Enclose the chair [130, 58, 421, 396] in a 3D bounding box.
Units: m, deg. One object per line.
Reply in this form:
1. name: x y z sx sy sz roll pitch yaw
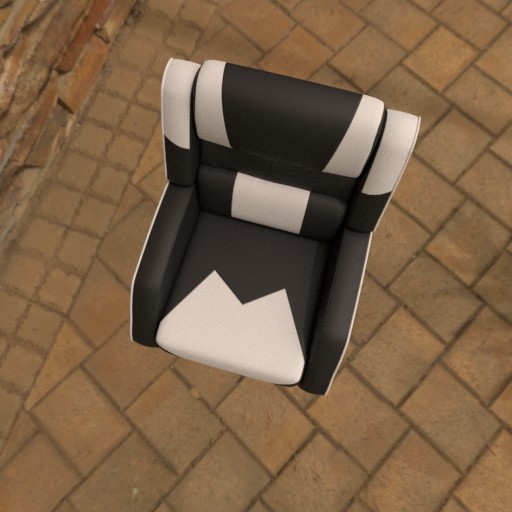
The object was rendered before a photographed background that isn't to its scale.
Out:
1. chair: 0.000 0.000 1.300 0.620 0.805 0.672 15 75 4
